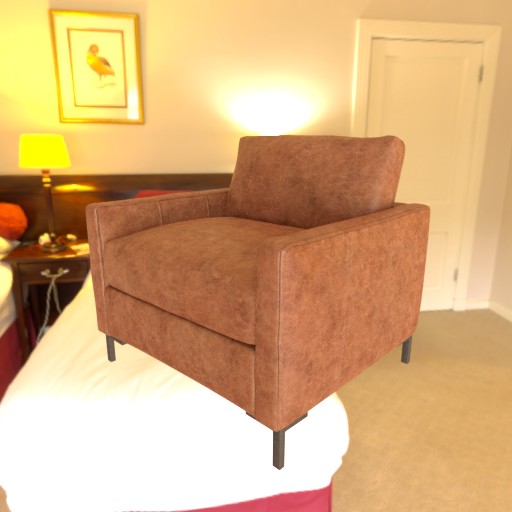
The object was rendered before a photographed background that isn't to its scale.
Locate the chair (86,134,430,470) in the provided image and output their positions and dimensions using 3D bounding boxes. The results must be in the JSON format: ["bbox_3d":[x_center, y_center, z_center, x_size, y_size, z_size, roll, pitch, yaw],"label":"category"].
[{"bbox_3d":[0.000,0.000,1.642,0.967,0.869,0.862,14,20,41],"label":"chair"}]
